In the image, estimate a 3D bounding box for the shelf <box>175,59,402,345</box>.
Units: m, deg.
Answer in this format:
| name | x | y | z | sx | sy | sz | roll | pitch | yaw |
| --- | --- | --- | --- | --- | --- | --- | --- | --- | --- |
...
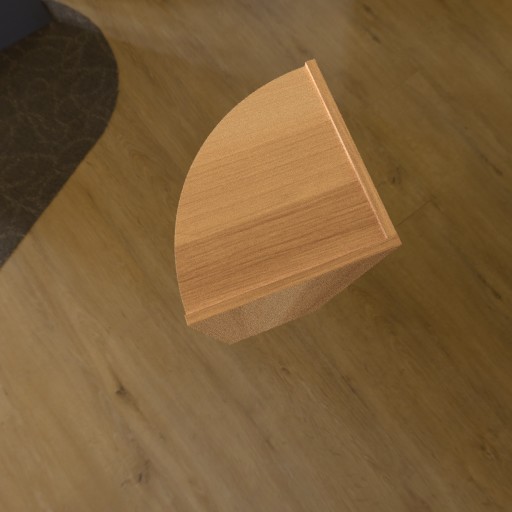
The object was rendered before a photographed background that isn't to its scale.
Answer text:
| name | x | y | z | sx | sy | sz | roll | pitch | yaw |
| --- | --- | --- | --- | --- | --- | --- | --- | --- | --- |
| shelf | 0.000 | 0.000 | 1.011 | 0.290 | 0.872 | 0.290 | -21 | 78 | -5 |
